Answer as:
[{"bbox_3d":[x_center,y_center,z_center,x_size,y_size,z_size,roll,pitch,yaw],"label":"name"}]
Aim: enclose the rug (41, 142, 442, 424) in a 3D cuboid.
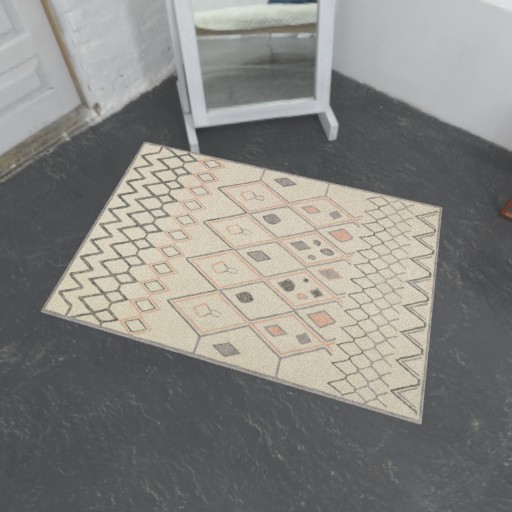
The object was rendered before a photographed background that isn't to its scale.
[{"bbox_3d":[0.000,0.000,2.332,1.829,0.016,1.219,14,59,9],"label":"rug"}]
